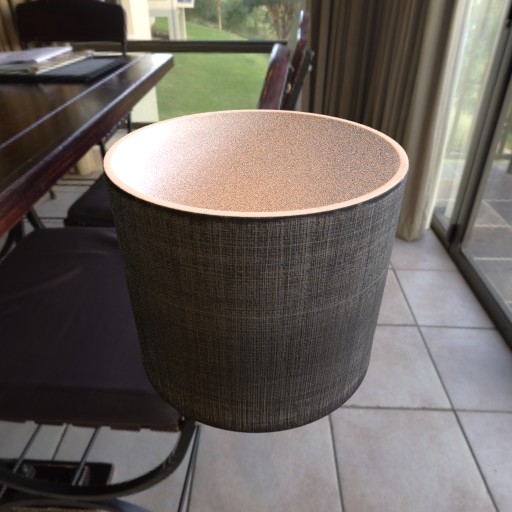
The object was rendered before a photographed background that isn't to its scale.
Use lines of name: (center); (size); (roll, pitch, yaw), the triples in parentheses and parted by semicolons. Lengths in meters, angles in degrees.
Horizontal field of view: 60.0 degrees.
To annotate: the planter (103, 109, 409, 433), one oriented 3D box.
planter: (0.000, 0.000, 0.442); (0.254, 0.221, 0.254); (0, 33, 0)
